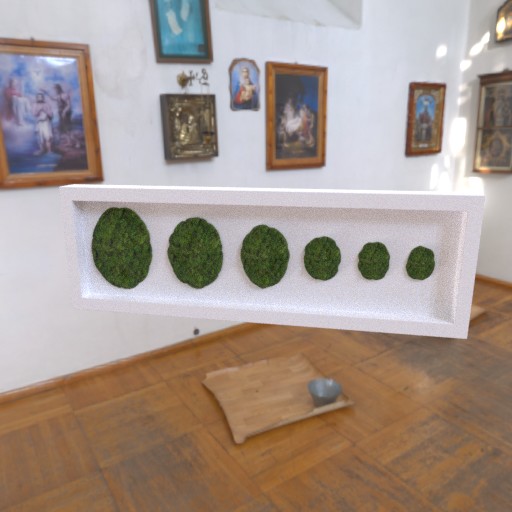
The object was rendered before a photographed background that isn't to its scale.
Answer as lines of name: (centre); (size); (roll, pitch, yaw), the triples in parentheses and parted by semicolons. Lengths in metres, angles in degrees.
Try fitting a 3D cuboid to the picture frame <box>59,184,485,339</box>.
picture frame: (0.000, 0.000, 0.835); (0.759, 0.250, 0.050); (3, 15, 11)
